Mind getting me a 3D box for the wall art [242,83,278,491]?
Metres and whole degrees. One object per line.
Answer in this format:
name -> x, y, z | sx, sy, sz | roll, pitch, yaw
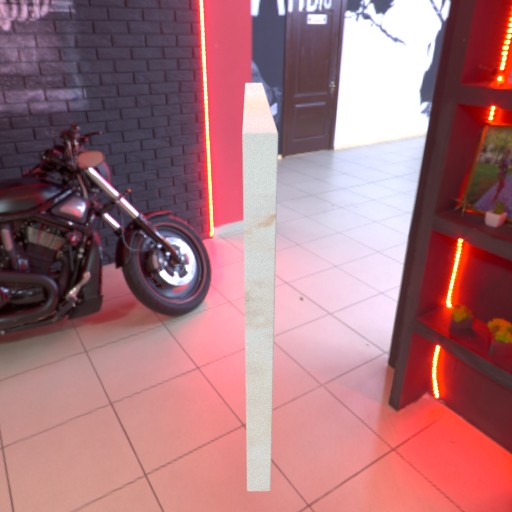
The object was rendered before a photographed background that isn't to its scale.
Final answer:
wall art -> 0.000, 0.000, 1.578 | 0.071, 1.061, 1.061 | 0, 26, -1
